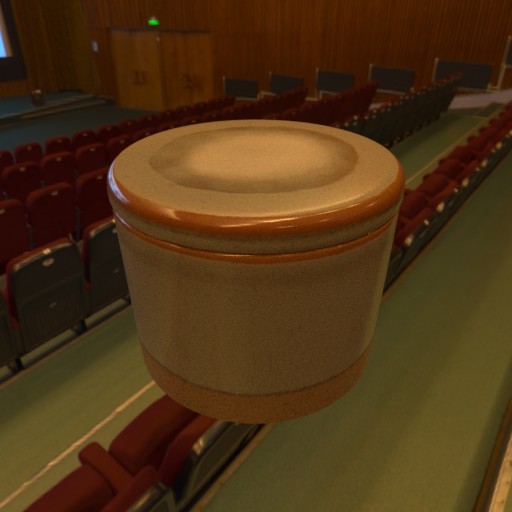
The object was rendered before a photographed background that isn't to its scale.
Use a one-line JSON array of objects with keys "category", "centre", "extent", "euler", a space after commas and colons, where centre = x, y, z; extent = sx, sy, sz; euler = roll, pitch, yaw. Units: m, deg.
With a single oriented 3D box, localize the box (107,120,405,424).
[{"category": "box", "centre": [0.000, 0.000, 0.213], "extent": [0.123, 0.100, 0.123], "euler": [0, 32, 0]}]
